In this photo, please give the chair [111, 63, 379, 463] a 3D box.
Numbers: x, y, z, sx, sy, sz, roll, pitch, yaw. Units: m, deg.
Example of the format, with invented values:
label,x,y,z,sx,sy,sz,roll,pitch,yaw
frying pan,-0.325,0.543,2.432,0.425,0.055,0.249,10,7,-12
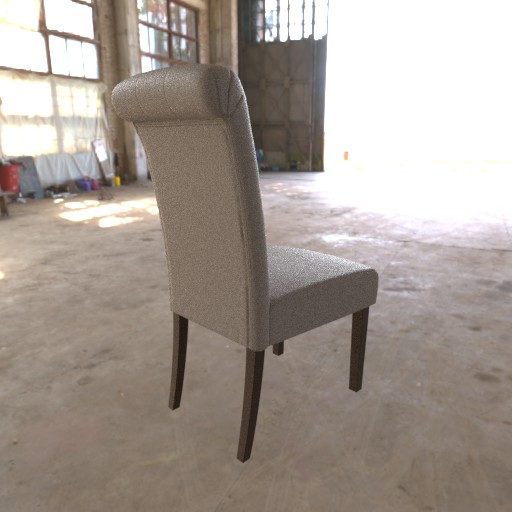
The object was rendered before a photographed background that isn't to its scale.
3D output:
label,x,y,z,sx,sy,sz,roll,pitch,yaw
chair,0.000,0.000,1.343,0.671,1.006,0.456,-14,20,-42
